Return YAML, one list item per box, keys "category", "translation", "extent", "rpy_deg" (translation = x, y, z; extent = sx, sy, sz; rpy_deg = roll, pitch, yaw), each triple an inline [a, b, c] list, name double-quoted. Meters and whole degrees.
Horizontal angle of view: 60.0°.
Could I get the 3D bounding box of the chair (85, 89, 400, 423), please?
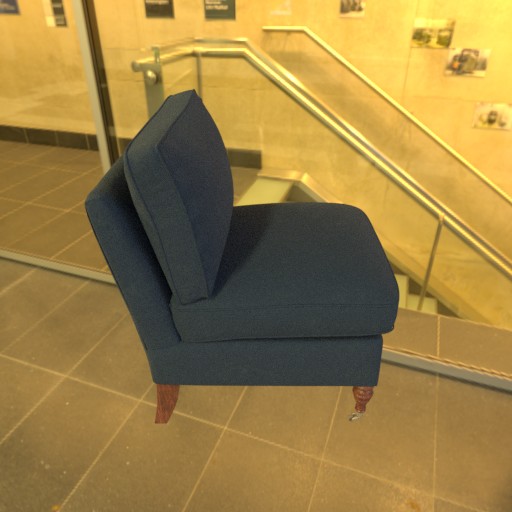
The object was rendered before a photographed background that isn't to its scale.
- category: "chair"
  translation: [0.000, 0.000, 1.641]
  extent: [0.912, 1.052, 0.724]
  rpy_deg: [0, 31, 1]
